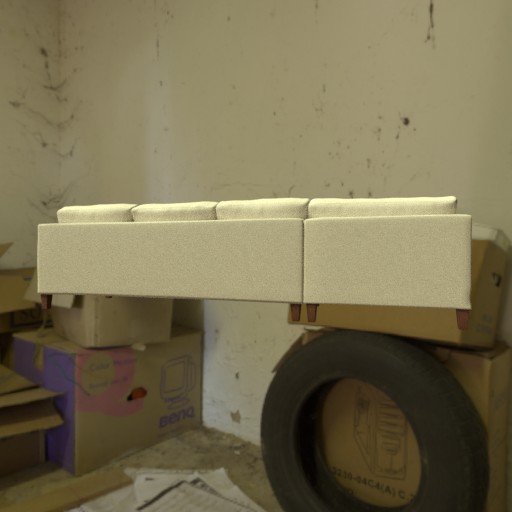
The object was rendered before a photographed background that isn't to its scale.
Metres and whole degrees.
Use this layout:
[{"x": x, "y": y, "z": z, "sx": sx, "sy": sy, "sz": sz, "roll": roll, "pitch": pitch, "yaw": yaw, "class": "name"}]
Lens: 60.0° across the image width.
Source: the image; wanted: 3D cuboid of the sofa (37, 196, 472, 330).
[{"x": 0.000, "y": 0.000, "z": 3.850, "sx": 3.186, "sy": 0.846, "sz": 1.625, "roll": 0, "pitch": 1, "yaw": 17, "class": "sofa"}]
